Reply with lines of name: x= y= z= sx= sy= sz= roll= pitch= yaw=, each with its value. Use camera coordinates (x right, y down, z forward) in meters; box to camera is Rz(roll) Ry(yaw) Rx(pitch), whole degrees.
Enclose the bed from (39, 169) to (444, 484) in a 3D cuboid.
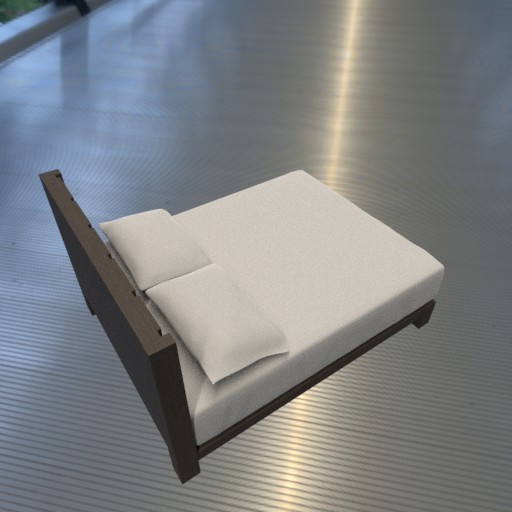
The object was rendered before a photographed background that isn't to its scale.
bed: x=0.000 y=0.000 z=3.235 sx=2.242 sy=1.270 sz=1.727 roll=-24 pitch=47 yaw=-25
